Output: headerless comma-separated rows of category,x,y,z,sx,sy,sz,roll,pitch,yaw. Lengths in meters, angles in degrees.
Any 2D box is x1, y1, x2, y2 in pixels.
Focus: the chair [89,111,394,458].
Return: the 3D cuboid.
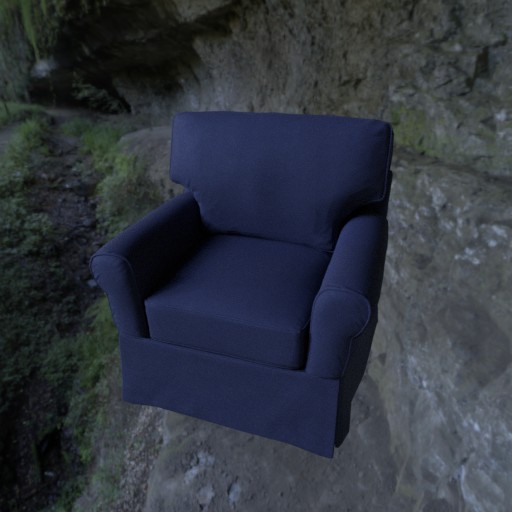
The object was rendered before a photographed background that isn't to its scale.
chair,0.000,0.000,1.966,1.119,1.140,1.002,8,27,16
